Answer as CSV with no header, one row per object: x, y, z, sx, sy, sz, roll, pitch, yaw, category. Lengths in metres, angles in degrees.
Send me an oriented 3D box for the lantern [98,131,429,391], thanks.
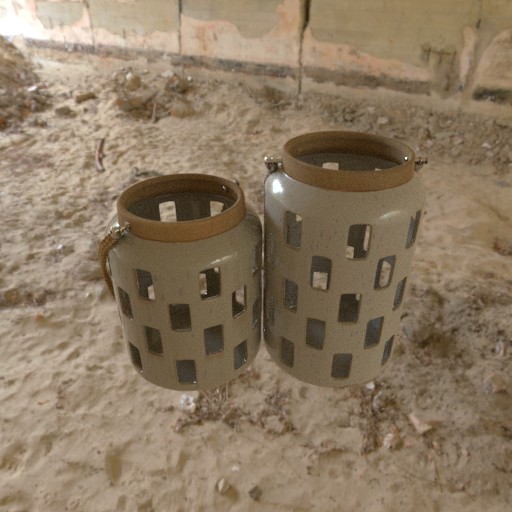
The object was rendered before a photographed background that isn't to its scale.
0.000,0.000,0.508,0.347,0.255,0.184,-1,32,-1,lantern
